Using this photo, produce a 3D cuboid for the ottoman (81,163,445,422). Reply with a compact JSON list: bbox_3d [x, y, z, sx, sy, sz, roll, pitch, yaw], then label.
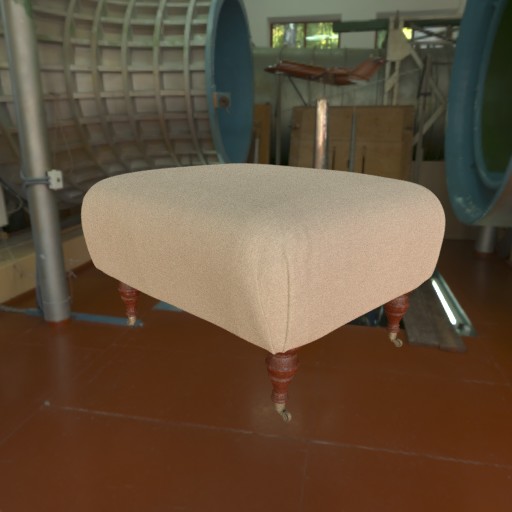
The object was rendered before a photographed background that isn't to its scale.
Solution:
[{"bbox_3d":[0.000,0.000,1.153,0.639,0.450,0.746,-15,22,-42],"label":"ottoman"}]
